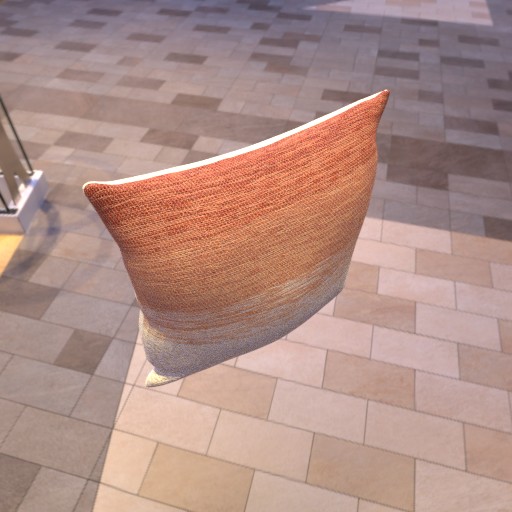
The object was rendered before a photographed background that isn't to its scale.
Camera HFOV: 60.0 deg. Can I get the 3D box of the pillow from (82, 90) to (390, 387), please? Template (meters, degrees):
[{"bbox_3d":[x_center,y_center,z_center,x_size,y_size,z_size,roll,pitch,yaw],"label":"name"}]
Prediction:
[{"bbox_3d":[0.000,0.000,0.689,0.440,0.441,0.182,-24,51,-21],"label":"pillow"}]
